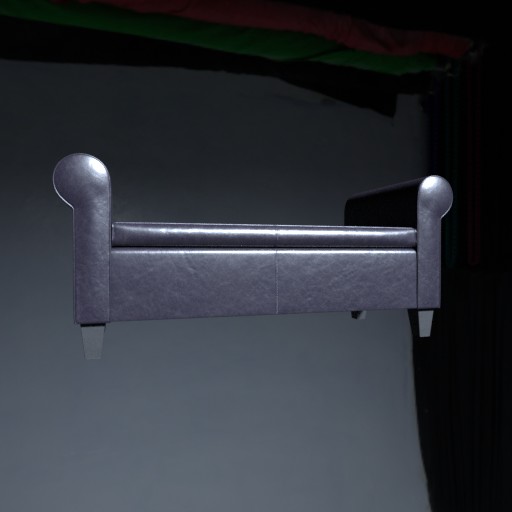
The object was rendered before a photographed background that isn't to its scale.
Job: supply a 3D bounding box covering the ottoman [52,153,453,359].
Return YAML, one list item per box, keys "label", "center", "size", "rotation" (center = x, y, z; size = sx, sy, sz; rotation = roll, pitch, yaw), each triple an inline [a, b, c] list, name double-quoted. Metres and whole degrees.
- label: "ottoman"
  center: [0.000, 0.000, 1.567]
  size: [1.256, 0.547, 0.521]
  rotation: [0, 0, -17]
